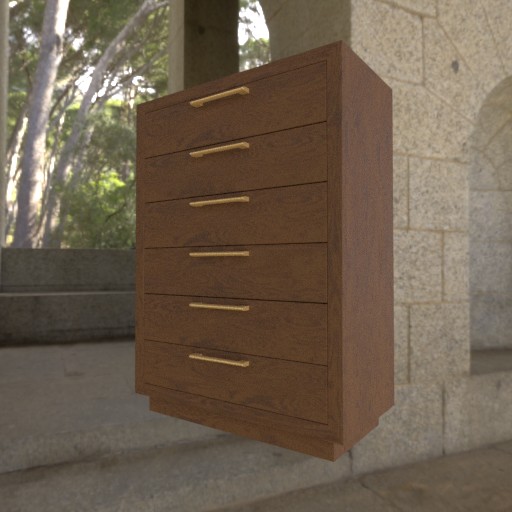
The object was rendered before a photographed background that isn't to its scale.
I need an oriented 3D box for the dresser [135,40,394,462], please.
[{"bbox_3d":[0.000,0.000,1.815,0.964,1.320,0.516,-1,-1,35],"label":"dresser"}]
